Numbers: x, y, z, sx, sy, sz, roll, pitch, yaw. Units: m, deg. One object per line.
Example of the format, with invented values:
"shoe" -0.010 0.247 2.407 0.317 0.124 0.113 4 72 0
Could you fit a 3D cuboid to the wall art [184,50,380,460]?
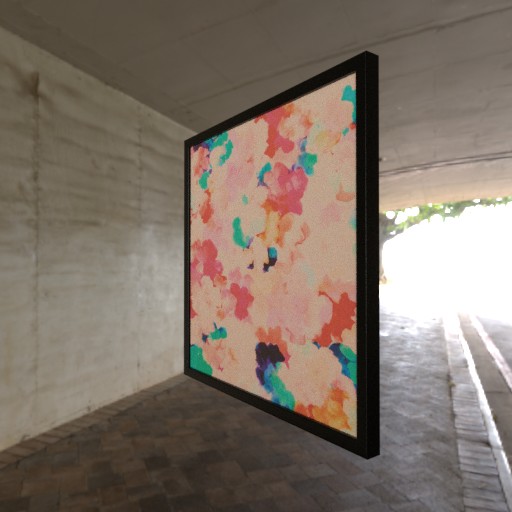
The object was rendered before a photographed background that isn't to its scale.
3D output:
"wall art" 0.000 0.000 1.136 0.036 0.755 0.756 0 -1 -35
